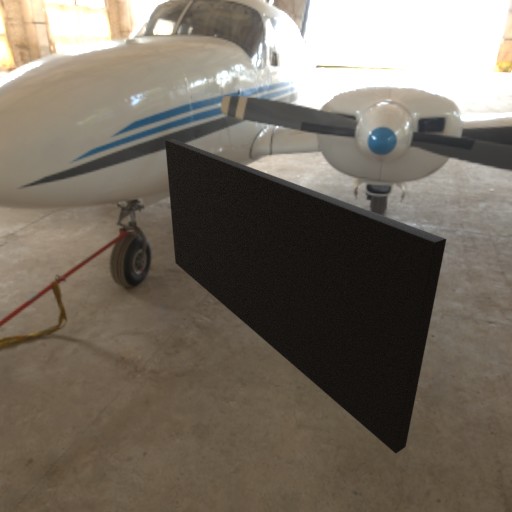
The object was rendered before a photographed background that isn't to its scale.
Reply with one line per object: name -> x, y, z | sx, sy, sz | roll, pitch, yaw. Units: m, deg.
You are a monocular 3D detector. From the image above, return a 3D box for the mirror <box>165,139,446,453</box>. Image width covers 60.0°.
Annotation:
mirror -> 0.000, 0.000, 1.798 | 0.047, 0.692, 1.584 | -16, 29, -30
